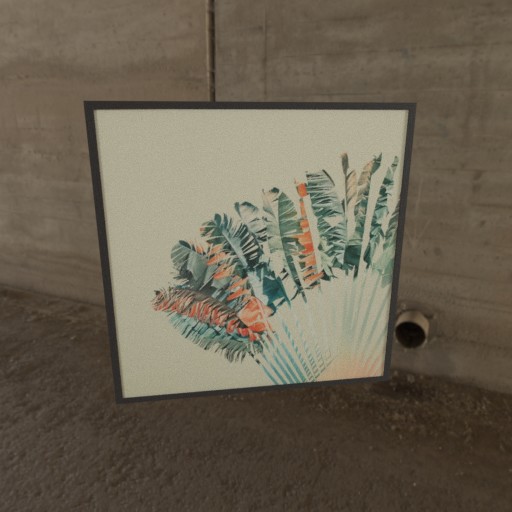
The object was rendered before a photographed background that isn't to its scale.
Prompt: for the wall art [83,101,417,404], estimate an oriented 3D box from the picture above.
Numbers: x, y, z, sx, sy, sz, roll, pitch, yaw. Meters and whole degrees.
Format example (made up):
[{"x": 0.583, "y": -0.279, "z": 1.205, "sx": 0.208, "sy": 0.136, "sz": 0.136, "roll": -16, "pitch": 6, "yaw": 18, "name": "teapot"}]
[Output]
[{"x": 0.000, "y": 0.000, "z": 0.459, "sx": 0.302, "sy": 0.300, "sz": 0.036, "roll": -2, "pitch": 17, "yaw": -8, "name": "wall art"}]
